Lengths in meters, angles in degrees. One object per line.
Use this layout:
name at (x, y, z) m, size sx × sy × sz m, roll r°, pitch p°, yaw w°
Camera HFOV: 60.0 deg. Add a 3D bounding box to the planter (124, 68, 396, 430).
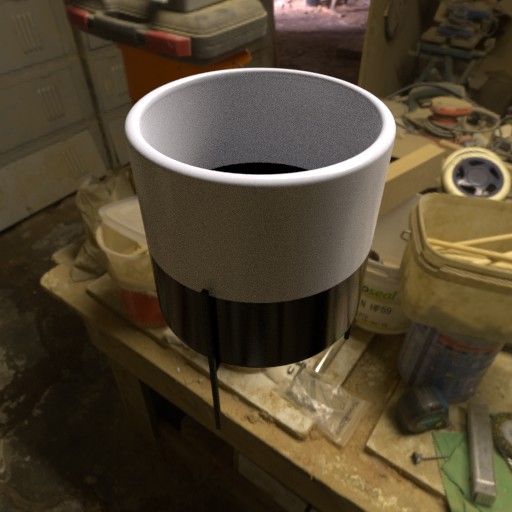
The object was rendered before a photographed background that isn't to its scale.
planter at (0.000, 0.000, 0.640) m, size 0.310 × 0.432 × 0.310 m, roll 27°, pitch 48°, yaw 27°
